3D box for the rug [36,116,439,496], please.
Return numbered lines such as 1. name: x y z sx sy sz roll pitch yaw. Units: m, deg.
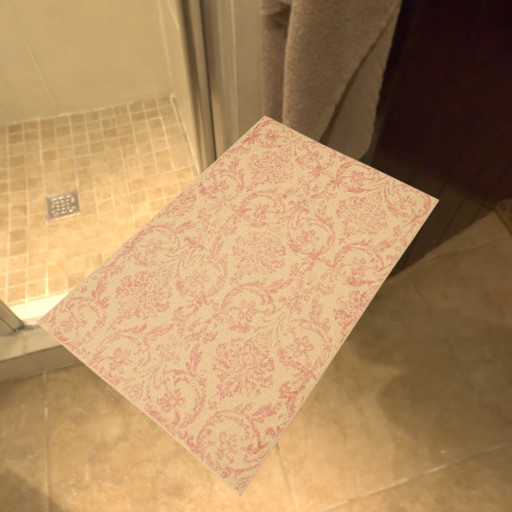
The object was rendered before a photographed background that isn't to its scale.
1. rug: 0.000 0.000 3.429 1.819 0.018 2.746 32 62 19
